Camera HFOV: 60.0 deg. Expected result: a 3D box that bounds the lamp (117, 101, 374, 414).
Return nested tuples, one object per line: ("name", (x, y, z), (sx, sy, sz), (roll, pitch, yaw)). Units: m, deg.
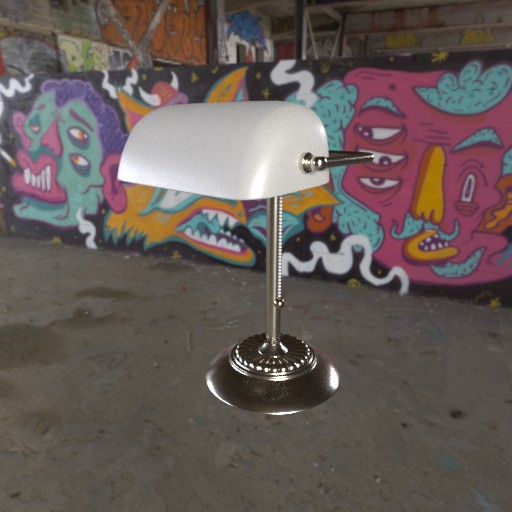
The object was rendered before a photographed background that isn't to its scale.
("lamp", (0.000, 0.000, 0.521), (0.264, 0.339, 0.243), (16, 23, 41))
